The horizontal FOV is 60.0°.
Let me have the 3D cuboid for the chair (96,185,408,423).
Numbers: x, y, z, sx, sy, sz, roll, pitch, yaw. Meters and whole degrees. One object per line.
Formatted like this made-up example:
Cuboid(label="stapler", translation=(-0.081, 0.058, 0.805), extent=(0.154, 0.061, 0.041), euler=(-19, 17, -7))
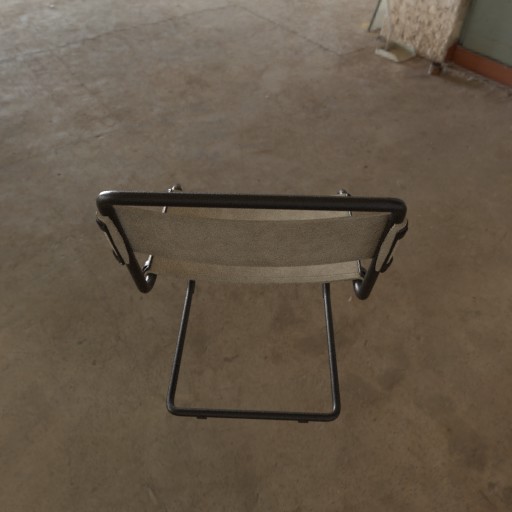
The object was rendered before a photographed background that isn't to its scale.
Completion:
Cuboid(label="chair", translation=(0.000, 0.000, 1.070), extent=(0.499, 0.747, 0.497), euler=(2, 46, 2))
